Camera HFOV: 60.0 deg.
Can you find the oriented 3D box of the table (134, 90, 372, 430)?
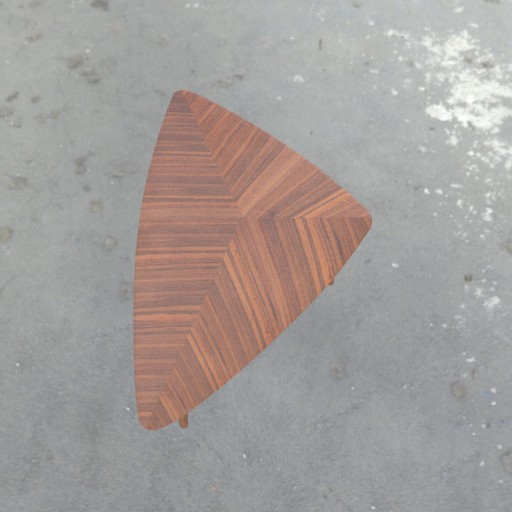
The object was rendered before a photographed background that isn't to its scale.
[{"bbox_3d":[0.000,0.000,1.300,0.601,0.365,1.008,-1,60,-1],"label":"table"}]
